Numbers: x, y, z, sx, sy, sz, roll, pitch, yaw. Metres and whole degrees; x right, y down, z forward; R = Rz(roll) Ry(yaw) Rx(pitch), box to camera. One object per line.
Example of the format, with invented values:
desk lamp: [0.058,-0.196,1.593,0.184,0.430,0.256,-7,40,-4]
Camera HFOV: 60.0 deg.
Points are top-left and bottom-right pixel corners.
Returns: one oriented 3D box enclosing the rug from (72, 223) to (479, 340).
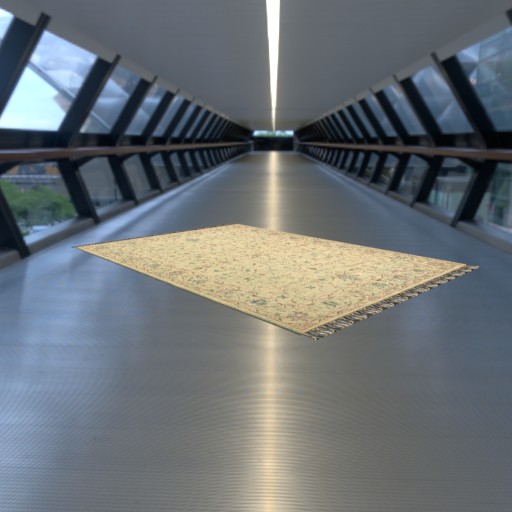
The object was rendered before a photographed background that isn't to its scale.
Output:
rug: [0.000,0.000,2.334,1.247,0.008,1.802,-12,18,-42]
